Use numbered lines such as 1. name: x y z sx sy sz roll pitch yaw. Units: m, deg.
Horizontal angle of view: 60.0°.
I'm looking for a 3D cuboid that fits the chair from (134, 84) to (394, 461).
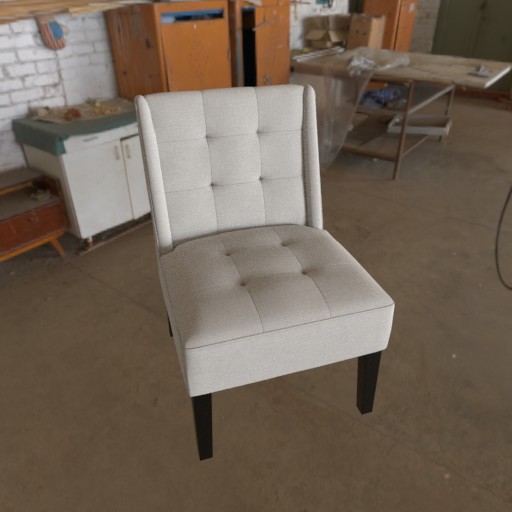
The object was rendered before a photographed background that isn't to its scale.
1. chair: 0.000 0.000 1.331 0.569 0.853 0.676 -10 33 -15
